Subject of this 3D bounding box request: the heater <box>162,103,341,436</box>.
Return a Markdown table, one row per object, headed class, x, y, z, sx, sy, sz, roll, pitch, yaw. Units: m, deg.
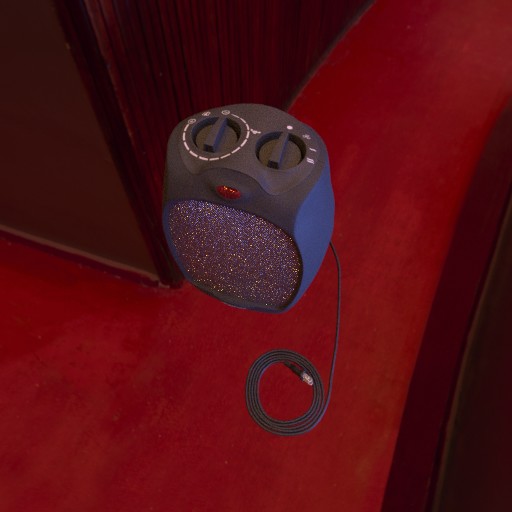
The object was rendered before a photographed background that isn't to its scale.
| class | x | y | z | sx | sy | sz | roll | pitch | yaw |
| --- | --- | --- | --- | --- | --- | --- | --- | --- | --- |
| heater | 0.000 | 0.000 | 0.474 | 0.239 | 0.240 | 0.291 | 16 | 60 | 10 |
